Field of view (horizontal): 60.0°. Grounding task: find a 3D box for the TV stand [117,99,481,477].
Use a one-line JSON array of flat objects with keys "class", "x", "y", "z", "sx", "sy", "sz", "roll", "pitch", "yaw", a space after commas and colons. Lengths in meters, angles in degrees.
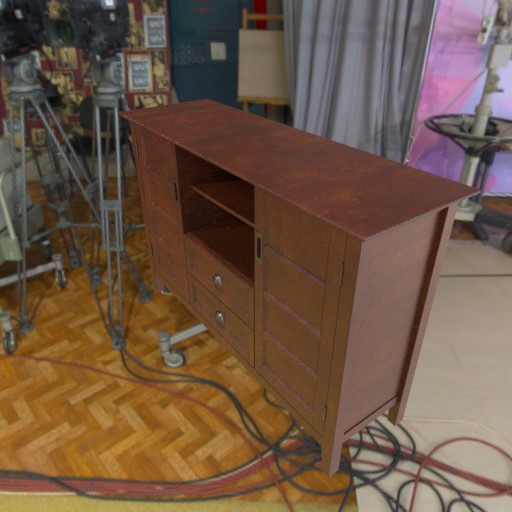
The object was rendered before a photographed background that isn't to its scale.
[{"class": "TV stand", "x": 0.000, "y": 0.000, "z": 1.747, "sx": 0.445, "sy": 0.915, "sz": 1.372, "roll": -21, "pitch": 37, "yaw": -31}]
